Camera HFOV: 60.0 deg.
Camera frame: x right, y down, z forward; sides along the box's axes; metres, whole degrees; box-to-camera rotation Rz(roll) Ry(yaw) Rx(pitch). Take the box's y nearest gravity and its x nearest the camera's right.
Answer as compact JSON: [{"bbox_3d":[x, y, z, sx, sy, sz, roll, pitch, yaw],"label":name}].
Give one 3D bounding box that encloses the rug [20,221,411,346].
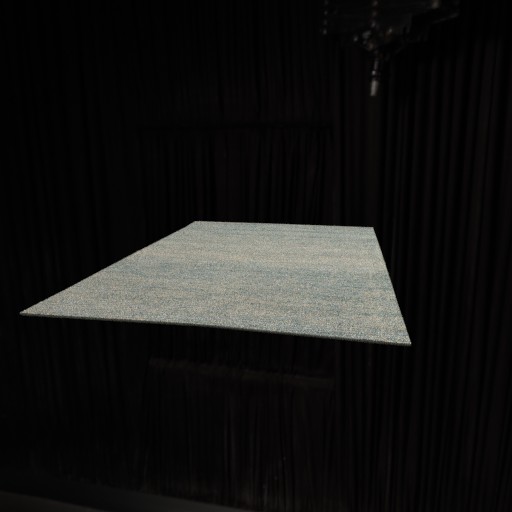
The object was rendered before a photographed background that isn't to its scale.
[{"bbox_3d":[0.000,0.000,4.981,2.802,0.052,4.078,3,15,11],"label":"rug"}]
